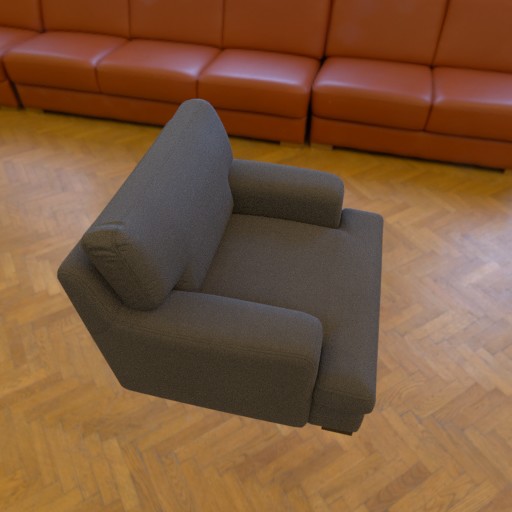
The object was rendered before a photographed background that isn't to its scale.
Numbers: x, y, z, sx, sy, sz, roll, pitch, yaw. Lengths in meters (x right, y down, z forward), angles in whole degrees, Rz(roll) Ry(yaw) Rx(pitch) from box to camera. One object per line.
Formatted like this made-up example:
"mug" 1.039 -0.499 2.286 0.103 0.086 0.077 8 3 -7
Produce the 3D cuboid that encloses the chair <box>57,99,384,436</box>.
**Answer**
"chair" 0.000 0.000 1.977 1.143 0.940 1.168 9 46 9
